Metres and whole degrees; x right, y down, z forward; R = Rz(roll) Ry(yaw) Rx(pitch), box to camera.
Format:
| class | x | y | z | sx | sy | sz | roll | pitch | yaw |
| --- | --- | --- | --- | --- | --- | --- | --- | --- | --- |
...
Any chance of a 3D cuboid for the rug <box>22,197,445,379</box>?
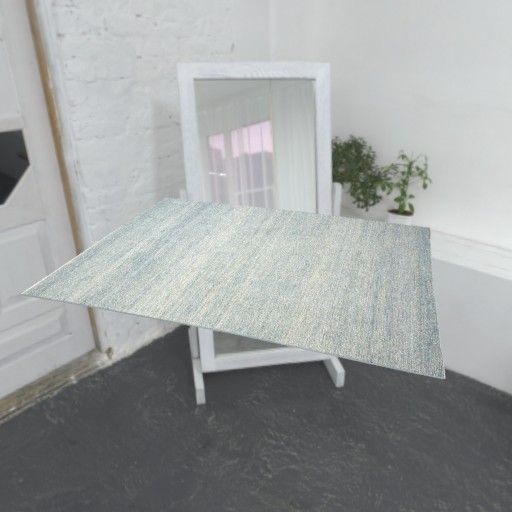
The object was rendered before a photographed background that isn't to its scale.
| class | x | y | z | sx | sy | sz | roll | pitch | yaw |
| --- | --- | --- | --- | --- | --- | --- | --- | --- | --- |
| rug | 0.000 | 0.000 | 4.207 | 3.237 | 0.046 | 2.461 | 8 | 28 | 16 |
